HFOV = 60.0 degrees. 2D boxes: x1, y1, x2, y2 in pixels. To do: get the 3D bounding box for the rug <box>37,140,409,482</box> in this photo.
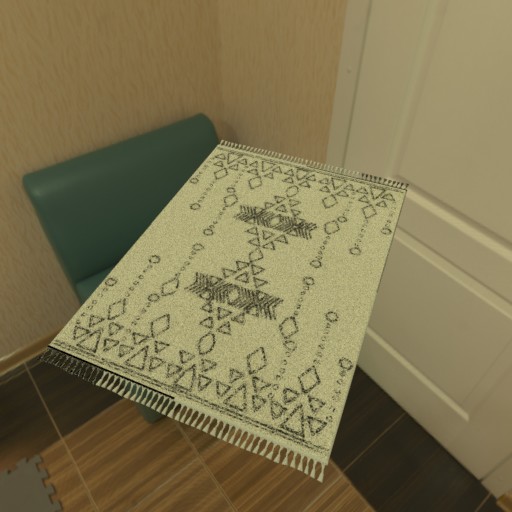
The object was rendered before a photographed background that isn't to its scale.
[{"bbox_3d":[0.000,0.000,2.903,1.600,0.013,2.312,17,49,15],"label":"rug"}]
